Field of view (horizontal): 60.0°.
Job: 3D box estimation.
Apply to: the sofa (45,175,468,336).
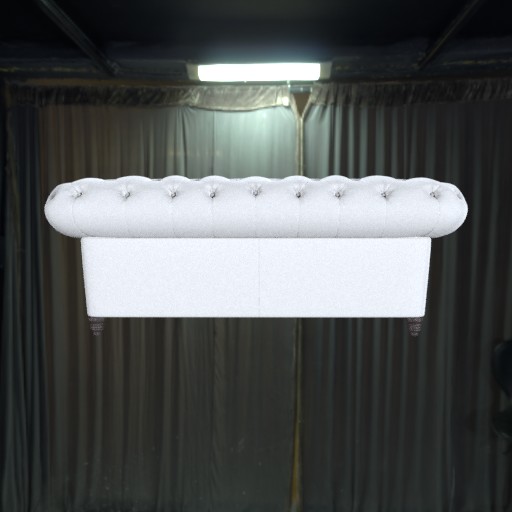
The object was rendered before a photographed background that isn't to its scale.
[{"bbox_3d":[0.000,0.000,2.429,1.998,0.764,0.986,0,1,0],"label":"sofa"}]
